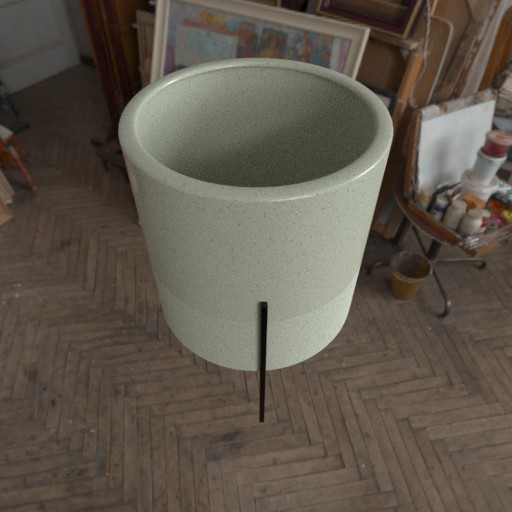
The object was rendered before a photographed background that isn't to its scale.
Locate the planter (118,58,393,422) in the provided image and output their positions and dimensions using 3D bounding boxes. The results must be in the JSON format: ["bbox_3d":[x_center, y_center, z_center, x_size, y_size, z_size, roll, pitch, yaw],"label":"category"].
[{"bbox_3d":[0.000,0.000,0.683,0.314,0.475,0.323,-2,47,-2],"label":"planter"}]
